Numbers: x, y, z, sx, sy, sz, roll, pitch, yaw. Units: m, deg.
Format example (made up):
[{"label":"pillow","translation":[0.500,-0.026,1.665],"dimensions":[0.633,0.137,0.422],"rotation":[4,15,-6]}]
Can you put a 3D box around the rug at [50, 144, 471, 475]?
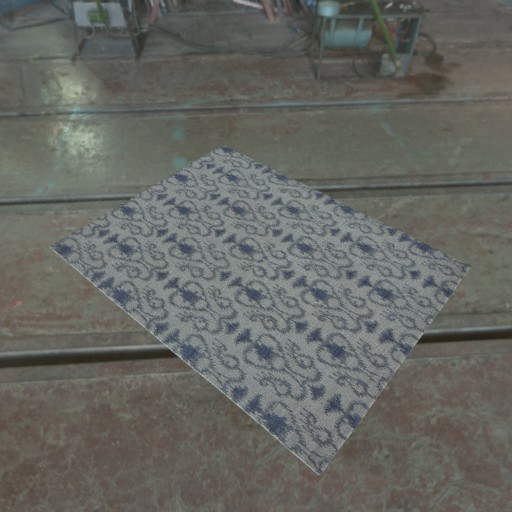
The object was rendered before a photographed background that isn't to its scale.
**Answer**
[{"label":"rug","translation":[0.000,0.000,4.207],"dimensions":[3.205,0.015,2.437],"rotation":[32,54,27]}]
